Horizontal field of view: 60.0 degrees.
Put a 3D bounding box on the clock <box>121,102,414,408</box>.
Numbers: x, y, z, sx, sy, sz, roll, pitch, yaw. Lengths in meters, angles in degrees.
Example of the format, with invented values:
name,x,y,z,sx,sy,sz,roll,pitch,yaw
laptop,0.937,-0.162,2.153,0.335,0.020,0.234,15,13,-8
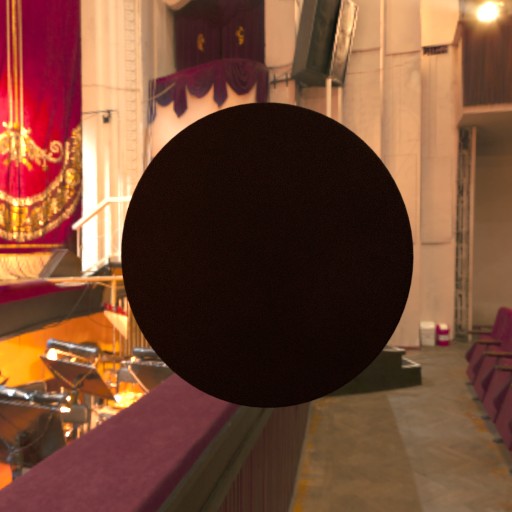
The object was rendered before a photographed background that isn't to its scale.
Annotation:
name,x,y,z,sx,sy,sz,roll,pitch,yaw
clock,0.000,0.000,0.469,0.314,0.314,0.029,0,2,18
